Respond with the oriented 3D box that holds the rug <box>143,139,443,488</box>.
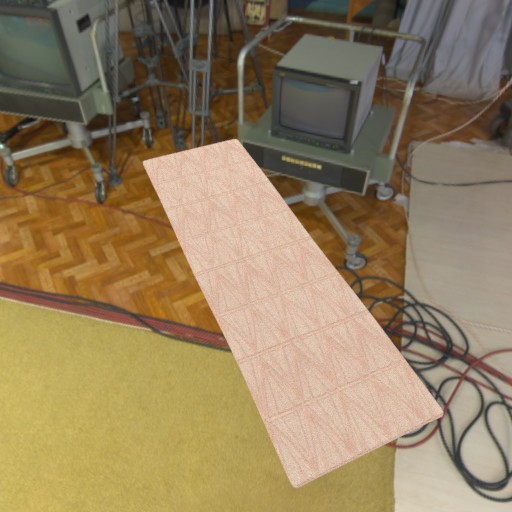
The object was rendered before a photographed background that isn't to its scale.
[{"bbox_3d":[0.000,0.000,2.613,0.760,0.015,2.435,-18,49,-16],"label":"rug"}]
